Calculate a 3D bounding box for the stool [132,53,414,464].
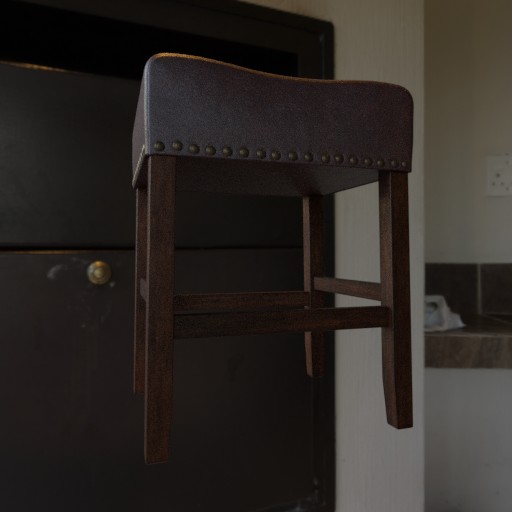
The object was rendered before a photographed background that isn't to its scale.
[{"bbox_3d":[0.000,0.000,0.893,0.465,0.608,0.397,0,0,-18],"label":"stool"}]
